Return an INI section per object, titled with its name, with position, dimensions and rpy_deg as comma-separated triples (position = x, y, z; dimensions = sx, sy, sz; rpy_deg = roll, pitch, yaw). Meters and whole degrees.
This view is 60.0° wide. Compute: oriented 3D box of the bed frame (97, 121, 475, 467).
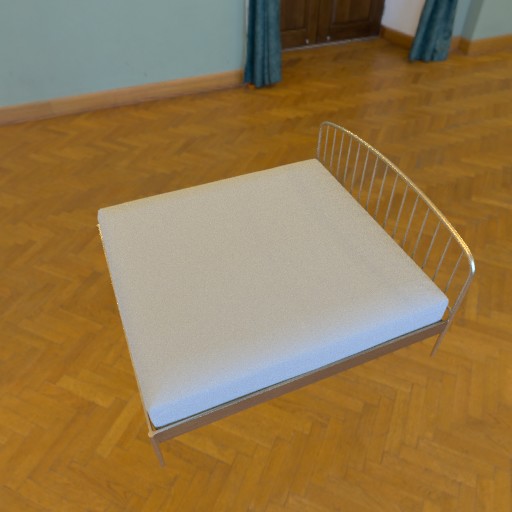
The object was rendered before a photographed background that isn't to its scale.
[bed frame]
position = 0.000, 0.000, 3.380
dimensions = 2.152, 1.174, 2.016
rpy_deg = -16, 47, -16
